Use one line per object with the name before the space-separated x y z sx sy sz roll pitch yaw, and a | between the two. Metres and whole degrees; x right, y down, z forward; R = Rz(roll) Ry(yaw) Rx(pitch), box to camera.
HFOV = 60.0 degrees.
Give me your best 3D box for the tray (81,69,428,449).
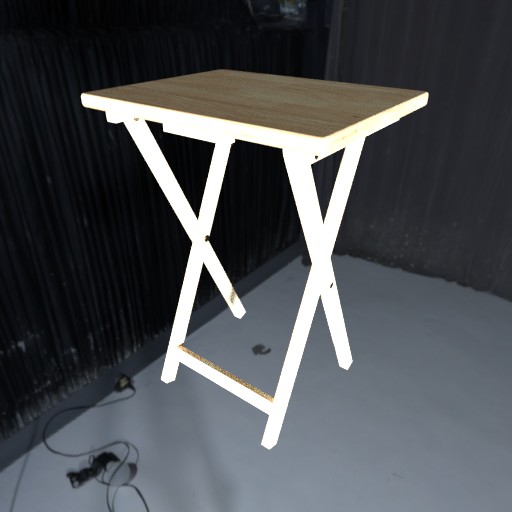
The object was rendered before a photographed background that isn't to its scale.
tray | 0.000 0.000 0.939 0.483 0.660 0.381 21 36 31
